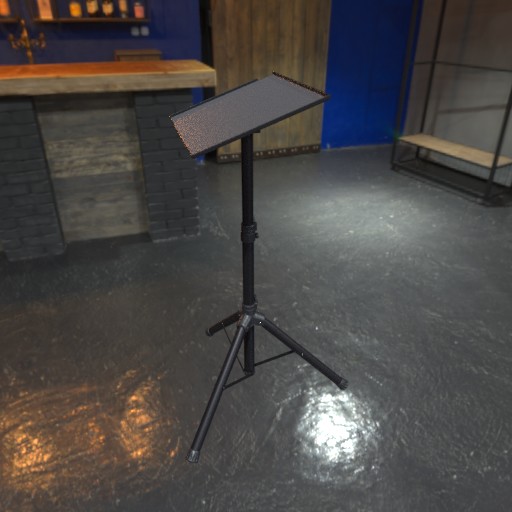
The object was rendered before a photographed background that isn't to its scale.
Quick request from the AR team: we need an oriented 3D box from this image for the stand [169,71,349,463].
[{"bbox_3d":[0.000,0.000,1.610,0.702,1.198,0.702,-8,31,-14],"label":"stand"}]
